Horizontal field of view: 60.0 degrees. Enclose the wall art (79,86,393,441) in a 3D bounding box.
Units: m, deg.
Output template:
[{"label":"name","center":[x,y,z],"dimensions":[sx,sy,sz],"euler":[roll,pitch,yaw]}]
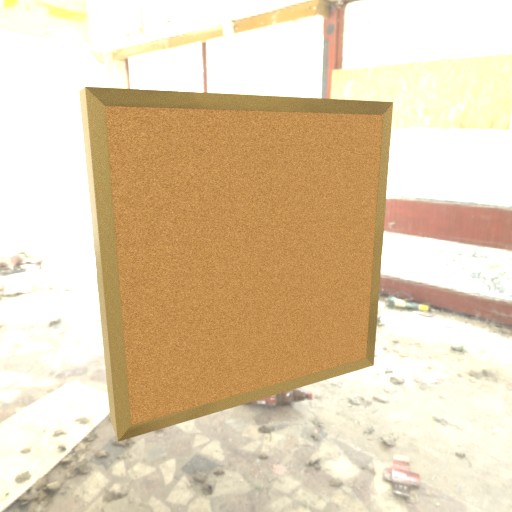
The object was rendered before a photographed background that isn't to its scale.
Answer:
[{"label":"wall art","center":[0.000,0.000,0.450],"dimensions":[0.304,0.305,0.038],"euler":[-8,17,-27]}]
